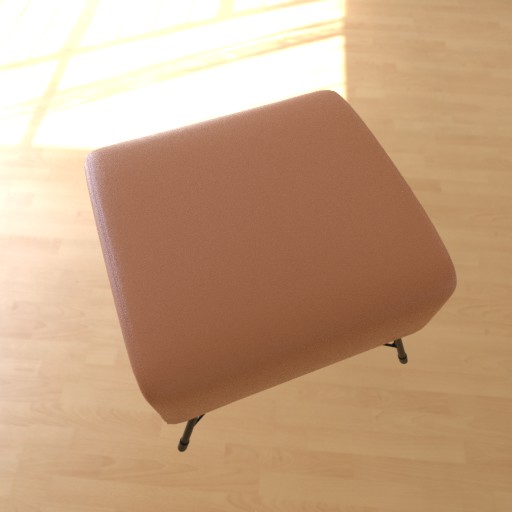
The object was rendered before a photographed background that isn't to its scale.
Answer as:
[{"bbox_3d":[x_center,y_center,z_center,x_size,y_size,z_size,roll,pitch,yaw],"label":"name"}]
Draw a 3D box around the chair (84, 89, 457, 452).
[{"bbox_3d":[0.000,0.000,0.886,0.530,0.410,0.530,-18,62,-10],"label":"chair"}]
